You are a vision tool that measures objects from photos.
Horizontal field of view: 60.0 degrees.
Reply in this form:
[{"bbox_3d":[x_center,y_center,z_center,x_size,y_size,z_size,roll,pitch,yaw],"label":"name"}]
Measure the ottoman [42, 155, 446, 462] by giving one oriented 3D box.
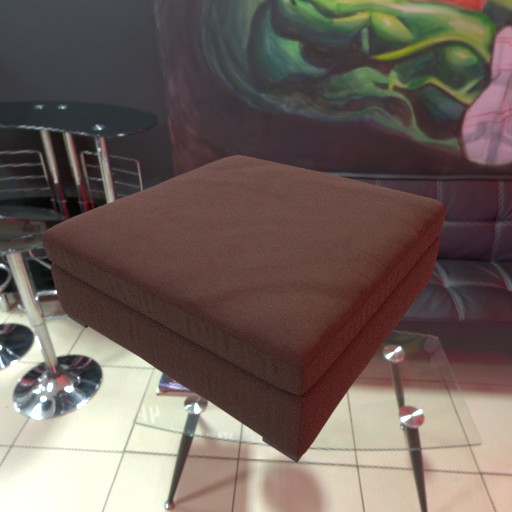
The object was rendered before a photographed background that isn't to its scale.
[{"bbox_3d":[0.000,0.000,1.838,1.181,0.470,1.181,21,36,31],"label":"ottoman"}]
